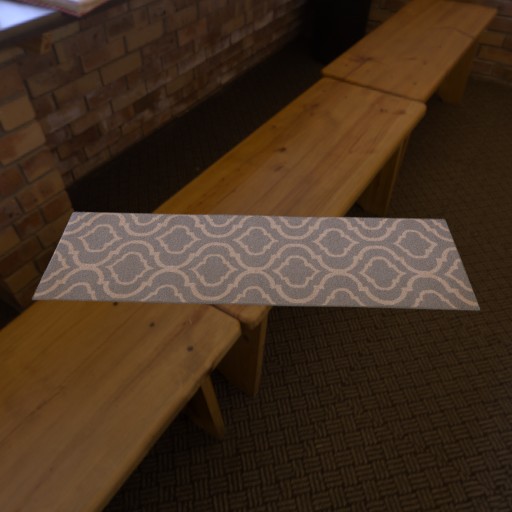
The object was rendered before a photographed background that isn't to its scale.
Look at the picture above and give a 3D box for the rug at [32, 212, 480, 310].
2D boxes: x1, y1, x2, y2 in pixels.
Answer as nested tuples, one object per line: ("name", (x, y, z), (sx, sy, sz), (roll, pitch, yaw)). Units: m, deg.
("rug", (0.000, 0.000, 2.477), (2.275, 0.009, 0.684), (1, 47, 1))
